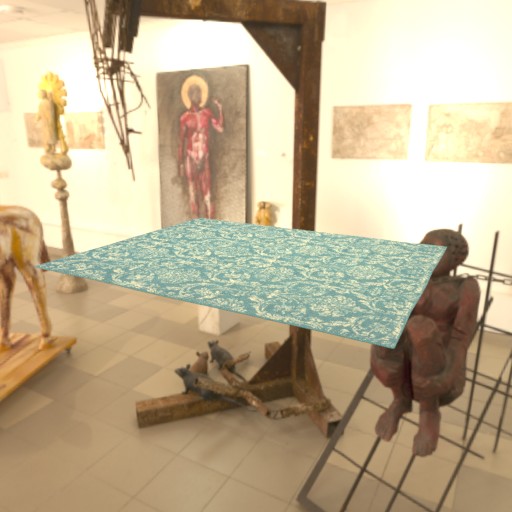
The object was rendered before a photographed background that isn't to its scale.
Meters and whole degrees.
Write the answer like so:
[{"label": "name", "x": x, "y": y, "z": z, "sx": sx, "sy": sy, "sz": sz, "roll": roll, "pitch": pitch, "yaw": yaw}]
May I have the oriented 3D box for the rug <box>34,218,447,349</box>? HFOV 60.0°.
[{"label": "rug", "x": 0.000, "y": 0.000, "z": 4.044, "sx": 2.980, "sy": 0.012, "sz": 2.363, "roll": 9, "pitch": 18, "yaw": 28}]
